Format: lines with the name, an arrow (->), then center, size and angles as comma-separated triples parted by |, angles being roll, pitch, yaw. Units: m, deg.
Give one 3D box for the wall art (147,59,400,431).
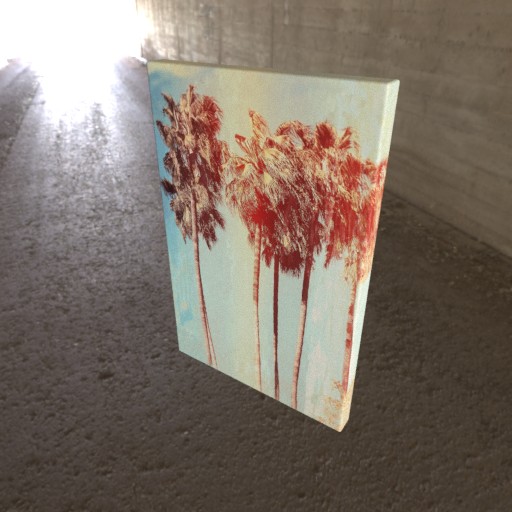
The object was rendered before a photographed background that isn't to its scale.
wall art -> 0.000, 0.000, 0.778 | 0.401, 0.610, 0.038 | 18, 35, 29
